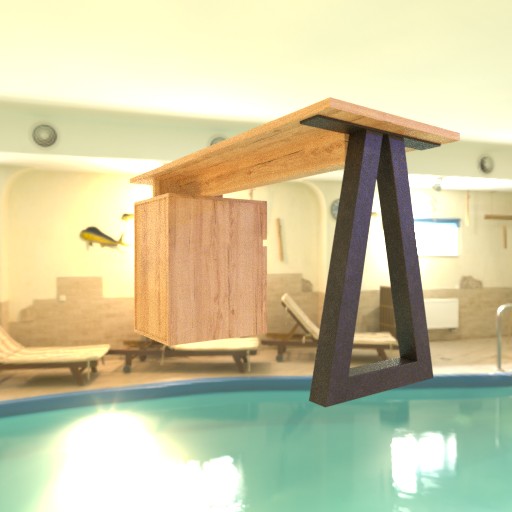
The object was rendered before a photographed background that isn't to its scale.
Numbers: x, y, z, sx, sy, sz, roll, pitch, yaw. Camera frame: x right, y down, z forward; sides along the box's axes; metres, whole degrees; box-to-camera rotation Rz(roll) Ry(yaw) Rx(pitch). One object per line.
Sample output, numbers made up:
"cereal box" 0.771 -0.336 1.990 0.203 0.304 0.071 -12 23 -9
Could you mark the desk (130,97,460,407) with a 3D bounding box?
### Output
"desk" 0.000 0.000 1.780 0.550 0.760 1.400 0 0 -35
